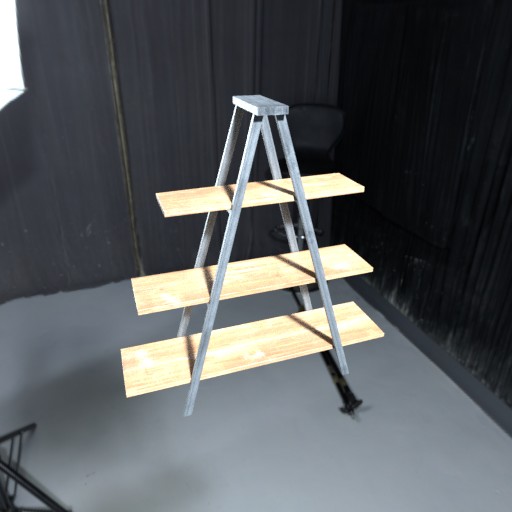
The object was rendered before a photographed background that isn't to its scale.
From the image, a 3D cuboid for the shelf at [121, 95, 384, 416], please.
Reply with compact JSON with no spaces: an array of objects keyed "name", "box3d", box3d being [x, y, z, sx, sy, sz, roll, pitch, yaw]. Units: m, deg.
[{"name":"shelf","box3d":[0.000,0.000,2.710,1.746,1.808,0.508,-9,29,-17]}]
